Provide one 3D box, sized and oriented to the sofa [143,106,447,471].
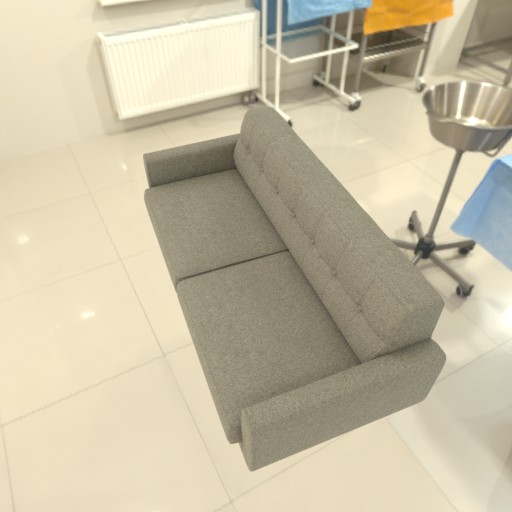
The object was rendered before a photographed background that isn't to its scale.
[{"bbox_3d":[0.000,0.000,2.548,0.968,0.873,2.055,-16,47,-15],"label":"sofa"}]
